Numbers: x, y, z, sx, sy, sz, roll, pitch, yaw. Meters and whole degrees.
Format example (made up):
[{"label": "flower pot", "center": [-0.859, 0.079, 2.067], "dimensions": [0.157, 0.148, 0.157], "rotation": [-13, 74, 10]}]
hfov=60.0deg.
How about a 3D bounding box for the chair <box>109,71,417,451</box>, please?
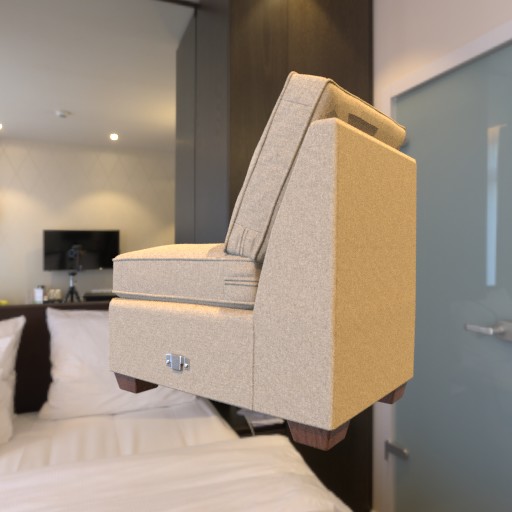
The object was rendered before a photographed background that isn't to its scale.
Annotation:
[{"label": "chair", "center": [0.000, 0.000, 1.707], "dimensions": [1.020, 1.058, 0.674], "rotation": [0, 0, 37]}]
